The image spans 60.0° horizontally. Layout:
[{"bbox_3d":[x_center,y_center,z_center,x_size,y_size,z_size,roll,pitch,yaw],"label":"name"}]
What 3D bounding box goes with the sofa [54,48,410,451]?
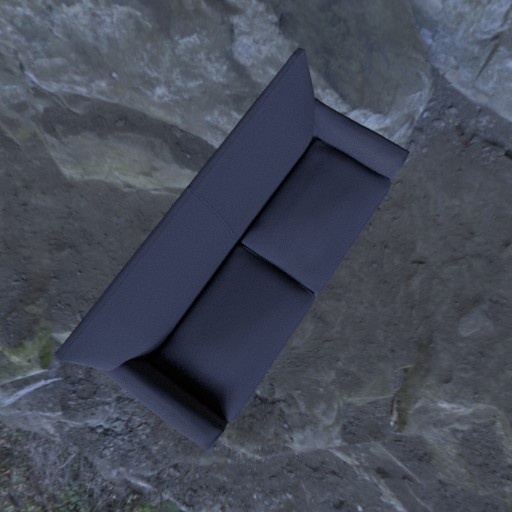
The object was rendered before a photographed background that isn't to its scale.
[{"bbox_3d":[0.000,0.000,2.554,0.843,0.907,2.002,34,78,8],"label":"sofa"}]
